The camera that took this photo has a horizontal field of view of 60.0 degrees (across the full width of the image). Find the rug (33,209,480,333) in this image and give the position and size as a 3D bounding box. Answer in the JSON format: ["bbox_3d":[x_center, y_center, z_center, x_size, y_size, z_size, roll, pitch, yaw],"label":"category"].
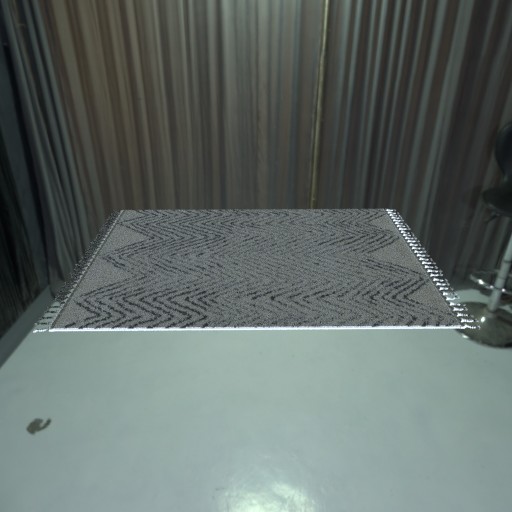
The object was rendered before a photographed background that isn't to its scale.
[{"bbox_3d":[0.000,0.000,2.330,1.847,0.014,1.230,0,29,-1],"label":"rug"}]
